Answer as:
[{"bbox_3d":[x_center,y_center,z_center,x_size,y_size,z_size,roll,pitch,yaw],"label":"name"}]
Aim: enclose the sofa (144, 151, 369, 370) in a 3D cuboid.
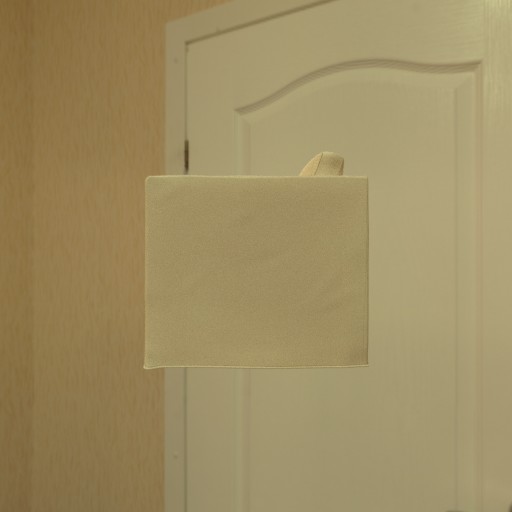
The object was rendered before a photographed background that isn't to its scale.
[{"bbox_3d":[0.000,0.000,3.313,1.036,0.999,2.779,0,0,0],"label":"sofa"}]
